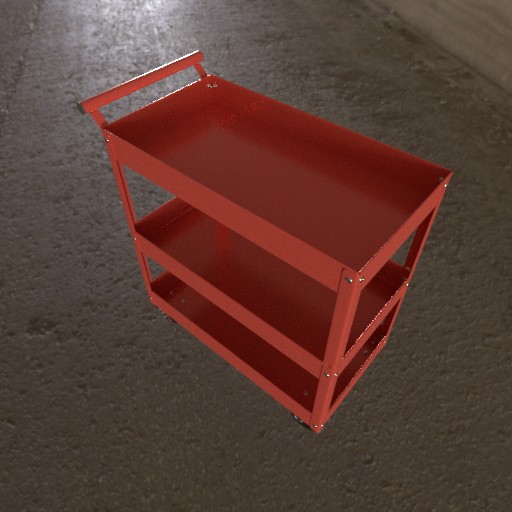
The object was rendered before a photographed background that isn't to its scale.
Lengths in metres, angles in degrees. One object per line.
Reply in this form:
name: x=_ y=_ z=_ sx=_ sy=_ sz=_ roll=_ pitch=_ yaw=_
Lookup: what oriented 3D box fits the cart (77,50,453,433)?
cart: x=0.000 y=0.000 z=1.181 sx=0.719 sy=0.780 sz=0.366 roll=32 pitch=54 yaw=26
